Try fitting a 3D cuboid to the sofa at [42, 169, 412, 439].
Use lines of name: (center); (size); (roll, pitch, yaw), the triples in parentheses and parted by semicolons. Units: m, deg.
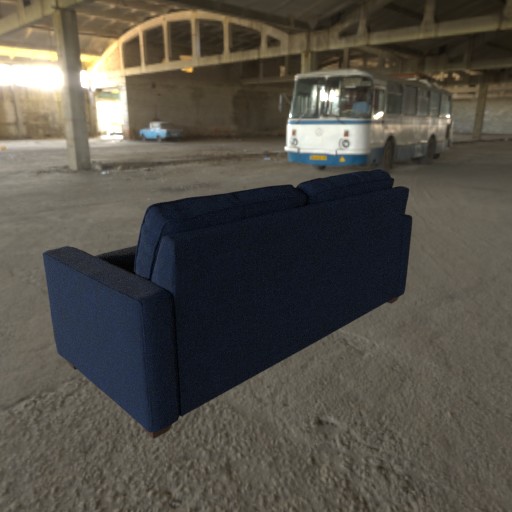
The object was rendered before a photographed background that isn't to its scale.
sofa: (0.000, 0.000, 2.569); (0.940, 0.919, 2.080); (16, 24, 42)
